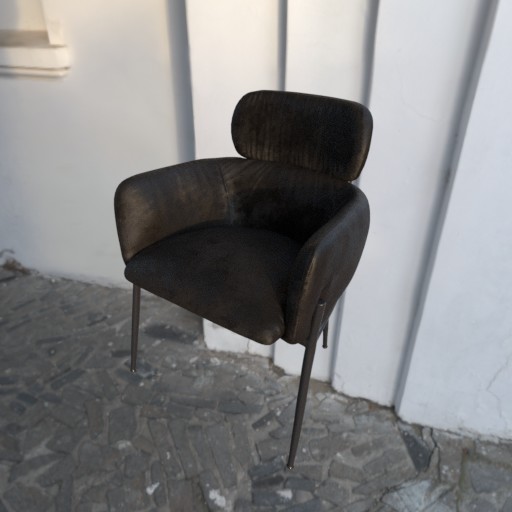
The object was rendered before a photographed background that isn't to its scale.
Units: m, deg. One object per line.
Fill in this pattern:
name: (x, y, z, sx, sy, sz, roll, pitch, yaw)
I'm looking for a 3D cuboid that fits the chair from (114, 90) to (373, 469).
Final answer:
chair: (0.000, 0.000, 1.299, 0.640, 0.818, 0.604, 20, 36, 29)
